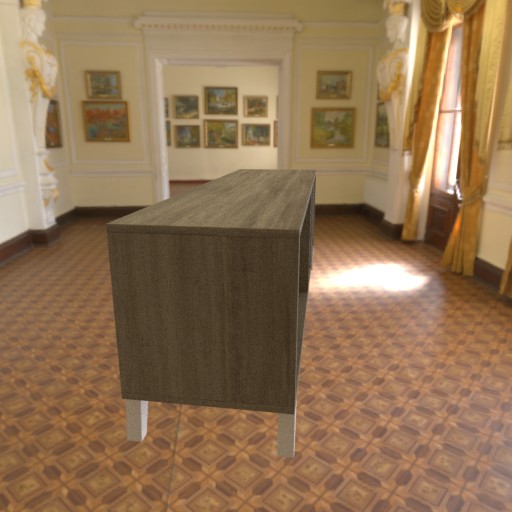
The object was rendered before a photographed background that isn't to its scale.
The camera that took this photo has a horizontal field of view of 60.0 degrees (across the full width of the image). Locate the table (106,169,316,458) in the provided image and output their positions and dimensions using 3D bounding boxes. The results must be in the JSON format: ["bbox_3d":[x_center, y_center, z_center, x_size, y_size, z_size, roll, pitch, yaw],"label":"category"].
[{"bbox_3d":[0.000,0.000,1.673,0.400,0.530,1.500,2,16,8],"label":"table"}]
